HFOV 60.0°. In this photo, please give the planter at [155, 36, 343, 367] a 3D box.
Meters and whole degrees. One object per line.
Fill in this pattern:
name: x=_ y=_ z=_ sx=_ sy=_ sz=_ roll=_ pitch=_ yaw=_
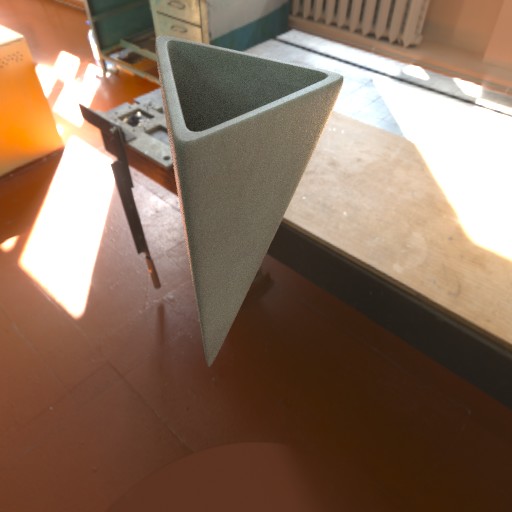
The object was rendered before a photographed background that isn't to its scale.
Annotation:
planter: x=0.000 y=0.000 z=0.267 sx=0.081 sy=0.224 sz=0.101 roll=-9 pitch=46 yaw=-9
